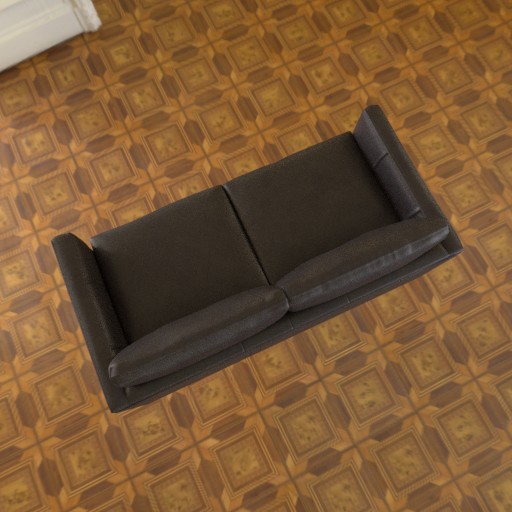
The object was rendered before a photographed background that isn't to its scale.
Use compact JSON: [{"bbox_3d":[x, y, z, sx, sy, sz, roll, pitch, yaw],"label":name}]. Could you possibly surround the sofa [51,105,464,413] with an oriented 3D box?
[{"bbox_3d":[0.000,0.000,2.303,1.805,0.883,0.947,-26,77,-7],"label":"sofa"}]
